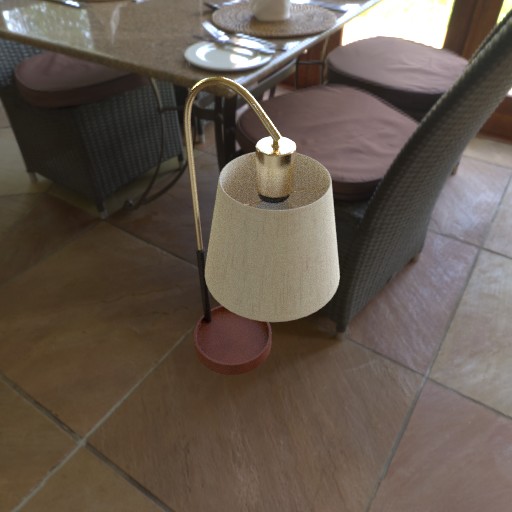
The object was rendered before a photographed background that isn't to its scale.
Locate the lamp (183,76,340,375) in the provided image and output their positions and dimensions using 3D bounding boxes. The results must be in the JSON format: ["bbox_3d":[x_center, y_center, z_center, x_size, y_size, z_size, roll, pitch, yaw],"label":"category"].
[{"bbox_3d":[0.000,0.000,0.702,0.273,0.536,0.211,26,48,26],"label":"lamp"}]
